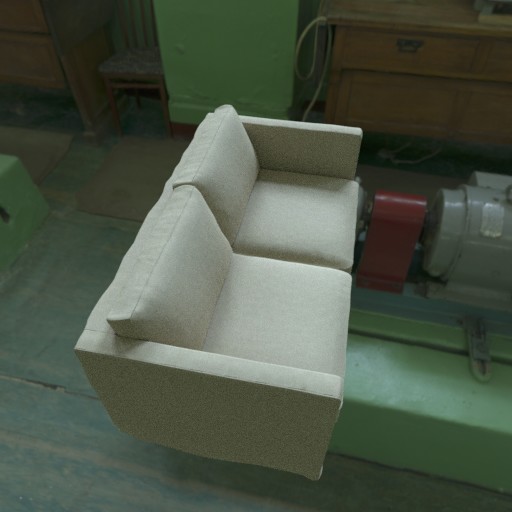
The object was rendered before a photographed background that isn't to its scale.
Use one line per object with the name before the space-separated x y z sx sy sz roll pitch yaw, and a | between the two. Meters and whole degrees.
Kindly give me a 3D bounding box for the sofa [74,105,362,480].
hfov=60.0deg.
sofa | 0.000 0.000 2.229 0.962 0.835 1.719 8 47 8
